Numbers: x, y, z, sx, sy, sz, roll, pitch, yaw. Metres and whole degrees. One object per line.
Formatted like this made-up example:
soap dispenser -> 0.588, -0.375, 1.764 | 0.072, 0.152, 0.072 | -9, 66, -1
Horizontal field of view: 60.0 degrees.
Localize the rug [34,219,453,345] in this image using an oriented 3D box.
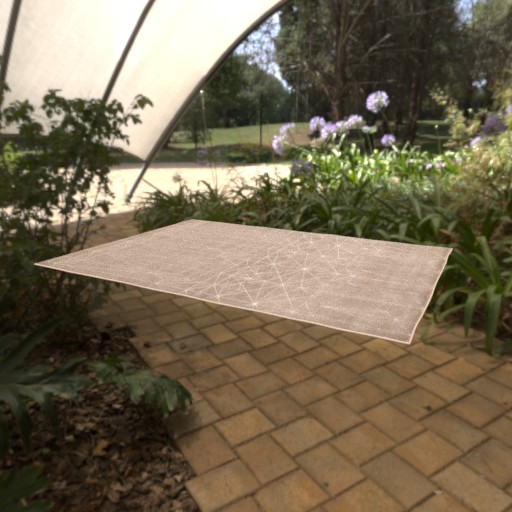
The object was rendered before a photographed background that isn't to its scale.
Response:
rug -> 0.000, 0.000, 4.358 | 3.357, 0.019, 2.449 | 8, 18, 27
